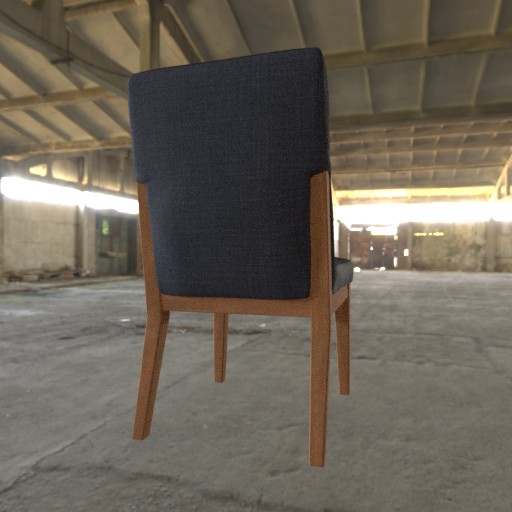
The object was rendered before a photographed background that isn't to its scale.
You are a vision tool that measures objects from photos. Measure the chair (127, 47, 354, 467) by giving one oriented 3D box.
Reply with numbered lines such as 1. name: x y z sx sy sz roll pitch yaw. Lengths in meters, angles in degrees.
1. chair: 0.000 0.000 1.279 0.507 0.911 0.586 0 0 18
